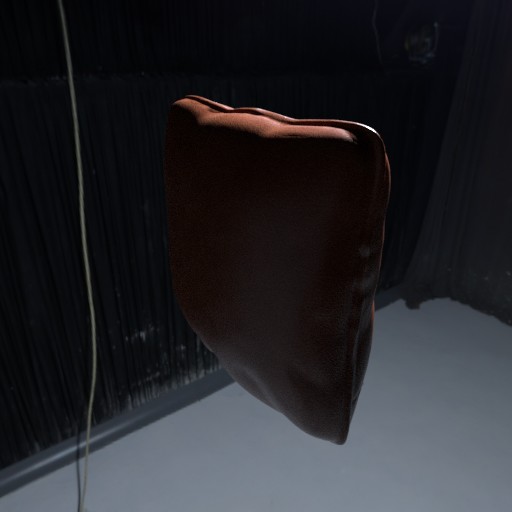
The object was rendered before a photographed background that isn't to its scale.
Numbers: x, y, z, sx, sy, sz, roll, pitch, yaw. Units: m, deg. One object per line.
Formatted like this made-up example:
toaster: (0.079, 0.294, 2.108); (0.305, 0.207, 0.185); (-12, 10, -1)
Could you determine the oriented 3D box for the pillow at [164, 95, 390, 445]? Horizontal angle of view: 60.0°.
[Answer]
pillow: (0.000, 0.000, 0.808); (0.236, 0.523, 0.532); (-17, 30, -32)
